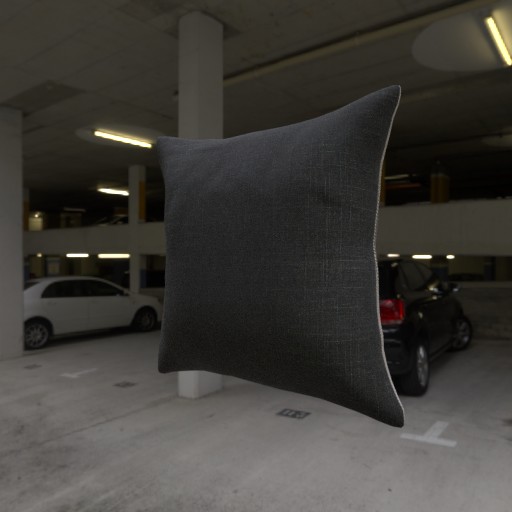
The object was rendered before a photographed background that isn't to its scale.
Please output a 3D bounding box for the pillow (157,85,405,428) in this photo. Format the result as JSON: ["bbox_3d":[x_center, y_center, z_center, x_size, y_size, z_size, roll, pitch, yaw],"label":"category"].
[{"bbox_3d":[0.000,0.000,0.699,0.468,0.444,0.138,0,0,37],"label":"pillow"}]
